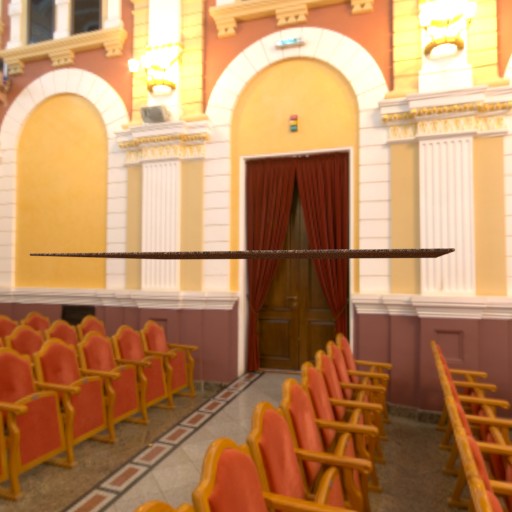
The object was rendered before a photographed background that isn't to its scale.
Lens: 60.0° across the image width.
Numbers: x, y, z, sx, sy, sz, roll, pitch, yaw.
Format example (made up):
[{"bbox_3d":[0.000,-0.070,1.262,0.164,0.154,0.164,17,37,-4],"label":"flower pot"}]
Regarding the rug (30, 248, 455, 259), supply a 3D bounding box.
[{"bbox_3d":[0.000,0.000,2.310,1.808,0.011,1.189,0,-1,19],"label":"rug"}]
